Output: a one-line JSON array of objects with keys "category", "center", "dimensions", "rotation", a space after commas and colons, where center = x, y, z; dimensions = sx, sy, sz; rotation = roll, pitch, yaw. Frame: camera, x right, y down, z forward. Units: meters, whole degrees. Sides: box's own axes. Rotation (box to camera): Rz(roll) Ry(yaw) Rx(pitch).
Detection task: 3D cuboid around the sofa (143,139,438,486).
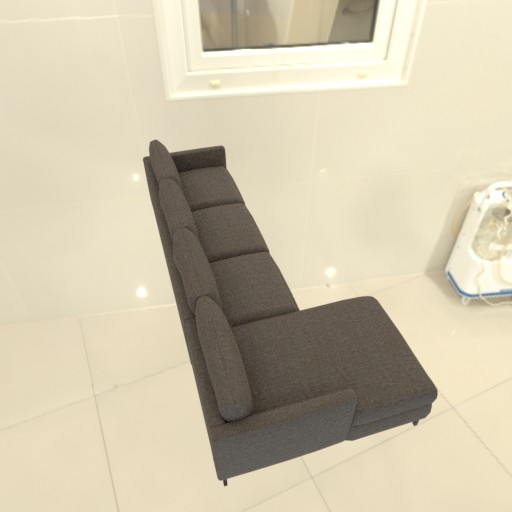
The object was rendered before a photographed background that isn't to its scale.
[{"category": "sofa", "center": [0.000, 0.000, 3.209], "dimensions": [1.258, 0.754, 2.731], "rotation": [-12, 44, -13]}]
